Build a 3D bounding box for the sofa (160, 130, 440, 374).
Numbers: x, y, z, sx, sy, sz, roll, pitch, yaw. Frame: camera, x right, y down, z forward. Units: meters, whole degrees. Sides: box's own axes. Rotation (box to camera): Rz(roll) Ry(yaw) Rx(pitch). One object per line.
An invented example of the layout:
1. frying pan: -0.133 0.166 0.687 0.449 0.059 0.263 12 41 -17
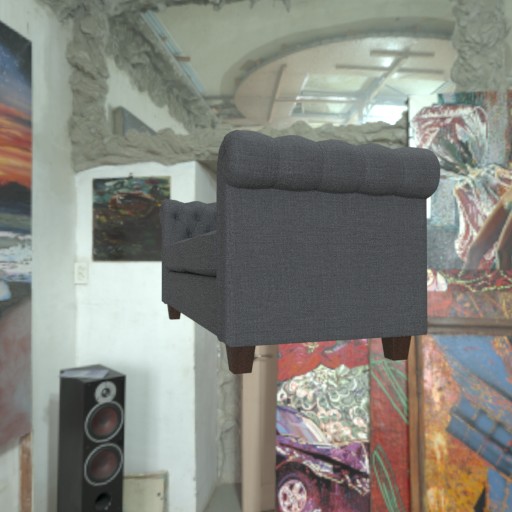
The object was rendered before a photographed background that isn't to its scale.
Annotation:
1. sofa: 0.000 0.000 2.279 0.783 0.797 1.798 0 -1 -19
